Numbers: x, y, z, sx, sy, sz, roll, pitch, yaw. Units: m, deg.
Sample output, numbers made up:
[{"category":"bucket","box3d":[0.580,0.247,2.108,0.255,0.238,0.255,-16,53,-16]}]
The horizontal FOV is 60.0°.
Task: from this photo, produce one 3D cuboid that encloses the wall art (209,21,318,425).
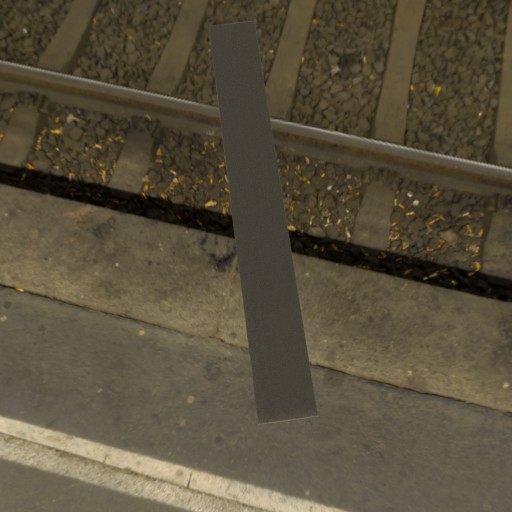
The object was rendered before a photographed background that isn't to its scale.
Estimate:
[{"category":"wall art","box3d":[0.000,0.000,0.462,0.037,0.305,0.305,-7,74,-2]}]
